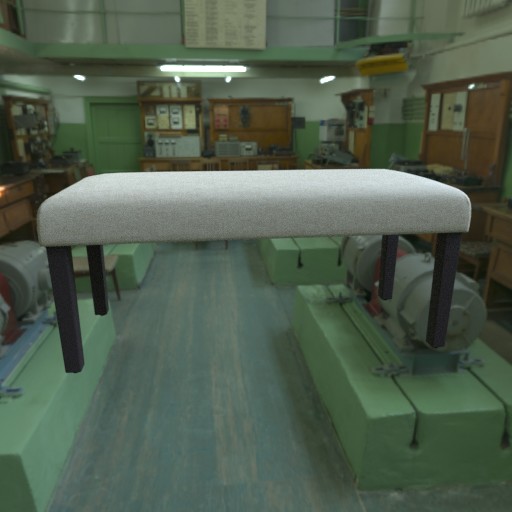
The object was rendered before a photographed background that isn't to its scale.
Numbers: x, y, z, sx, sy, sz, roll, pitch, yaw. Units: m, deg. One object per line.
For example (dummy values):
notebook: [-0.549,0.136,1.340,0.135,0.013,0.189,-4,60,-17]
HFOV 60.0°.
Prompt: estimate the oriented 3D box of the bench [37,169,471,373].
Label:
bench: [0.000,0.000,1.252,1.013,0.456,0.407,-2,17,-7]
